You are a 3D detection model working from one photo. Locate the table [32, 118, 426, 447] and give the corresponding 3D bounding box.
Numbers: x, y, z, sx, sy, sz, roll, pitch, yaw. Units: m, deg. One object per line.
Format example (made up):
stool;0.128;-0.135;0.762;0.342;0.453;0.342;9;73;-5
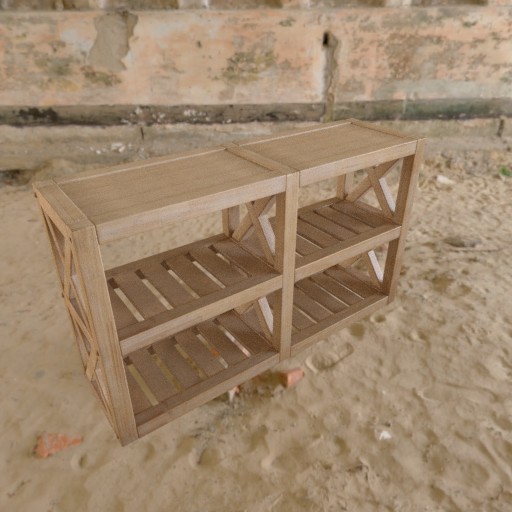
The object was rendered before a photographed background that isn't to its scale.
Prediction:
table;0.000;0.000;1.658;1.320;0.762;0.381;-20;36;-30
